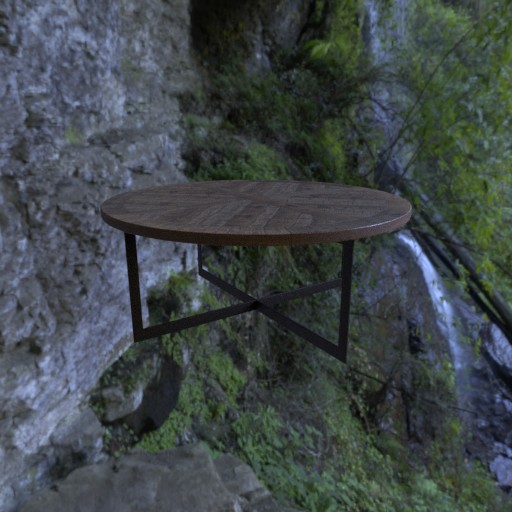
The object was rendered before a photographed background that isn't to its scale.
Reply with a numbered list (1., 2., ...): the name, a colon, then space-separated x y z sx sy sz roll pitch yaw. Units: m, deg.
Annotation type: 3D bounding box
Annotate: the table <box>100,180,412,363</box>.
1. table: 0.000 0.000 1.972 1.264 0.516 1.264 0 17 0
